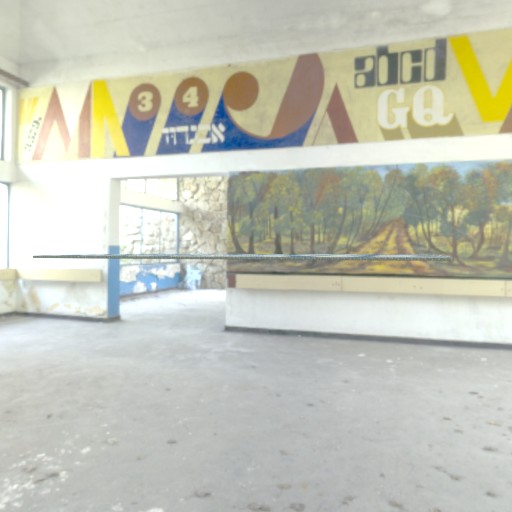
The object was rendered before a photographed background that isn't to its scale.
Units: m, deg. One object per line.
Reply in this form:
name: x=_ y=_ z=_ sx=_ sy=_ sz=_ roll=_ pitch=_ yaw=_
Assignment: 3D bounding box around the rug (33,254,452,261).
rug: x=0.000 y=0.000 z=2.393 sx=1.829 sy=0.014 sz=1.235 roll=0 pitch=1 yaw=18
